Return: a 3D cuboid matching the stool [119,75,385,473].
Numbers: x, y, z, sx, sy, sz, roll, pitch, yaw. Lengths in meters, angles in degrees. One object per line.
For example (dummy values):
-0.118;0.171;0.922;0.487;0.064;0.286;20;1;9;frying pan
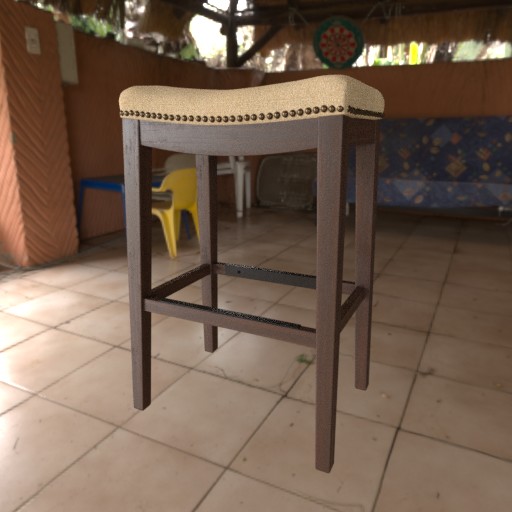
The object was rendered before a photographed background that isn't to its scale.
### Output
0.000;0.000;1.057;0.509;0.768;0.363;8;18;25;stool
